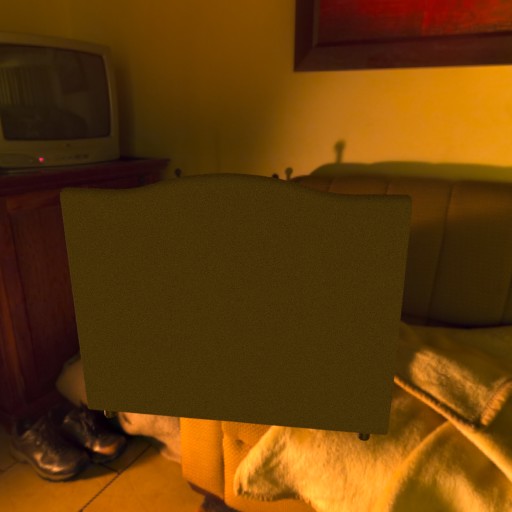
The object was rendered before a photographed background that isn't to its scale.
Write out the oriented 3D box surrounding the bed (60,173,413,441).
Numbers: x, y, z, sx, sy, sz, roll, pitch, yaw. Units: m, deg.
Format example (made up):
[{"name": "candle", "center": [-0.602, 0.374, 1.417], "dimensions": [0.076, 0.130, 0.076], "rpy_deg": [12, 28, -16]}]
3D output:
[{"name": "bed", "center": [0.000, 0.000, 3.163], "dimensions": [1.666, 1.387, 2.036], "rpy_deg": [2, 17, 7]}]
